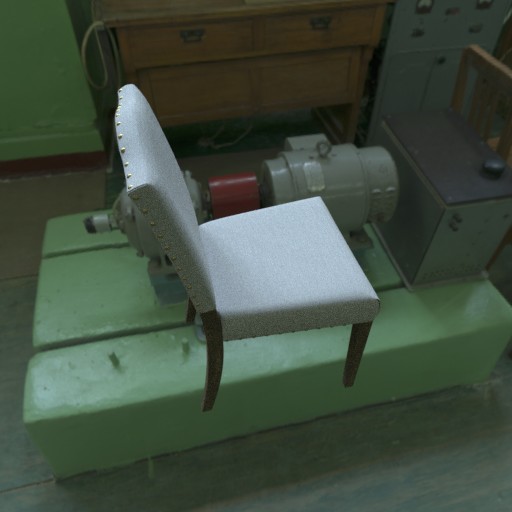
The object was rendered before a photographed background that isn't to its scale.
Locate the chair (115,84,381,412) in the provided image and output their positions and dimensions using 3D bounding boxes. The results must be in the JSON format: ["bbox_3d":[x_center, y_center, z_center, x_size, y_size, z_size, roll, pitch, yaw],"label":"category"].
[{"bbox_3d":[0.000,0.000,1.354,0.620,1.020,0.508,-11,47,-10],"label":"chair"}]
